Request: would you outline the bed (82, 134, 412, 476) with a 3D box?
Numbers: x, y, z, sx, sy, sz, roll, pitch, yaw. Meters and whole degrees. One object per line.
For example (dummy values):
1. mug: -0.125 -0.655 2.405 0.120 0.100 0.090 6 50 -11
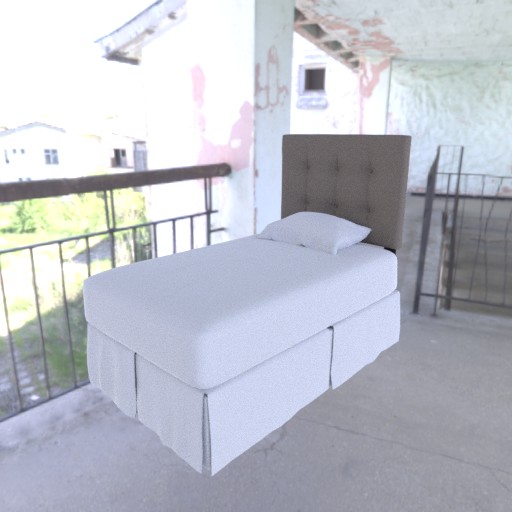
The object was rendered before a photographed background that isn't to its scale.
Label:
1. bed: 0.000 0.000 2.985 1.261 1.571 1.997 15 21 42
